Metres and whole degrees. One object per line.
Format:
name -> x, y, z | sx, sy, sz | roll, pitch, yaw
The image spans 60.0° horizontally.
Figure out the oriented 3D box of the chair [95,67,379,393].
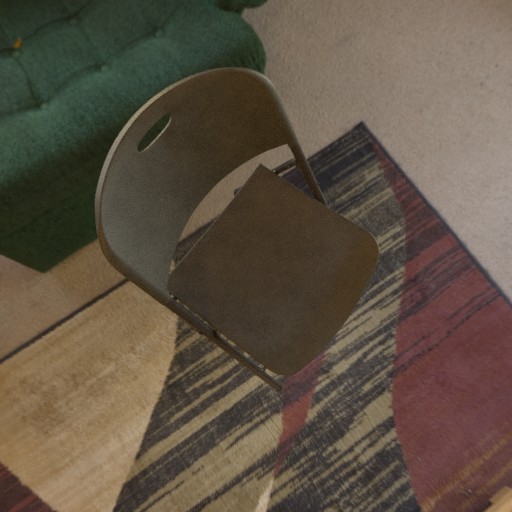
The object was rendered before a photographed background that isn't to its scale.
chair -> 0.000, 0.000, 1.163 | 0.566, 0.810, 0.494 | 36, 79, 9
